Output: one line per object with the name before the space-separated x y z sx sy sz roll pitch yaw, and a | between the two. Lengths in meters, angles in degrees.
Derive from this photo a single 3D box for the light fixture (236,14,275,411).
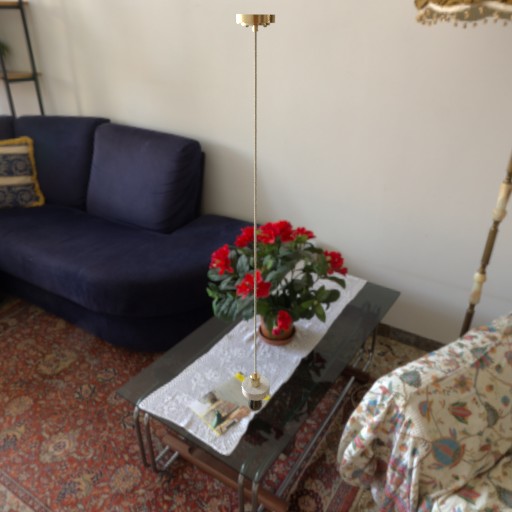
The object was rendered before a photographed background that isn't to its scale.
light fixture | 0.000 0.000 1.745 0.129 1.669 0.129 -1 28 -3
